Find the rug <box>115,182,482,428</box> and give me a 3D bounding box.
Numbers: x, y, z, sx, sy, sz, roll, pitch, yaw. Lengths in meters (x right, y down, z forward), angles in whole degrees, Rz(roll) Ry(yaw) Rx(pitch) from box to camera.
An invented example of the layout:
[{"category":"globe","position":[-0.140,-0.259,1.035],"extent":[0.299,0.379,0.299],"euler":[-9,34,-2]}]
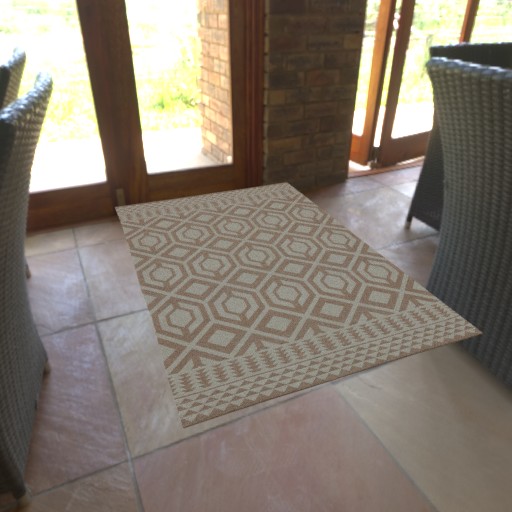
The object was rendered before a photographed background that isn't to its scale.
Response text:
[{"category":"rug","position":[0.000,0.000,2.310],"extent":[1.219,0.008,1.829],"euler":[-11,32,-19]}]
